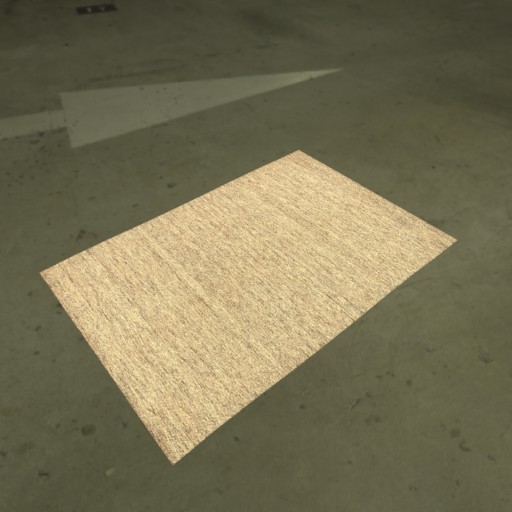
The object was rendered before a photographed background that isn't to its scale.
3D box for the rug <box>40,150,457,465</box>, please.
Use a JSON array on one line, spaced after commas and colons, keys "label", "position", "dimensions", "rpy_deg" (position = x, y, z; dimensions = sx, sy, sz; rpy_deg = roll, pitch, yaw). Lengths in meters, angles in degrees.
[{"label": "rug", "position": [0.000, 0.000, 2.907], "dimensions": [2.283, 0.013, 1.547], "rpy_deg": [-31, 52, -28]}]
